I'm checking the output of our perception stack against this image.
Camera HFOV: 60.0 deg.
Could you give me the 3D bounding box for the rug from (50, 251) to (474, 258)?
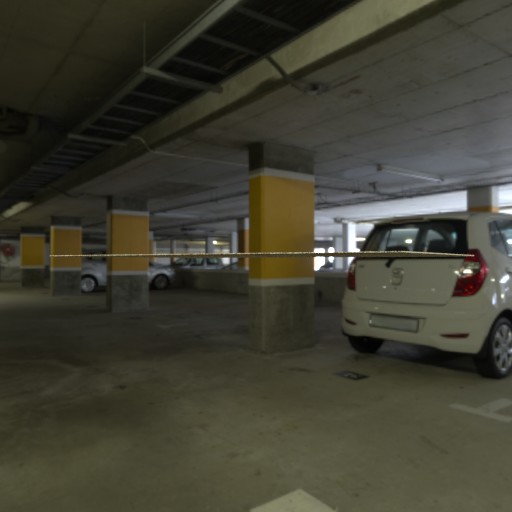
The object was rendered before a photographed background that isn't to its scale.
[{"bbox_3d":[0.000,0.000,2.993,2.446,0.009,1.529,0,-1,35],"label":"rug"}]
